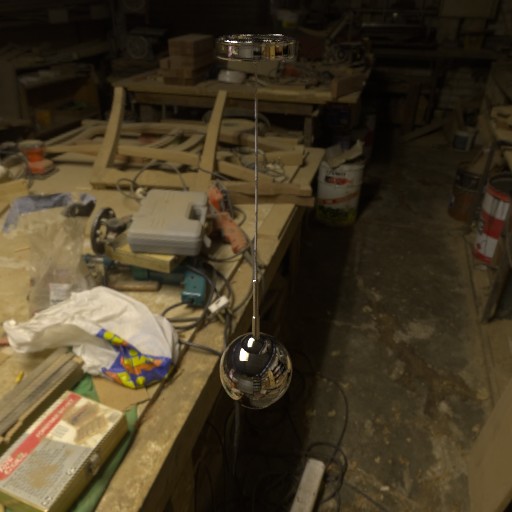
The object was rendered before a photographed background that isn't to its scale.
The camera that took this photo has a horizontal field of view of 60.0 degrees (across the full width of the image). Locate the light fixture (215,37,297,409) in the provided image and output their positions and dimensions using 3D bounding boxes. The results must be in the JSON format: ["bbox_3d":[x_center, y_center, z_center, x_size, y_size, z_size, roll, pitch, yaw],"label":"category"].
[{"bbox_3d":[0.000,0.000,1.736,0.336,1.538,0.336,10,33,15],"label":"light fixture"}]
